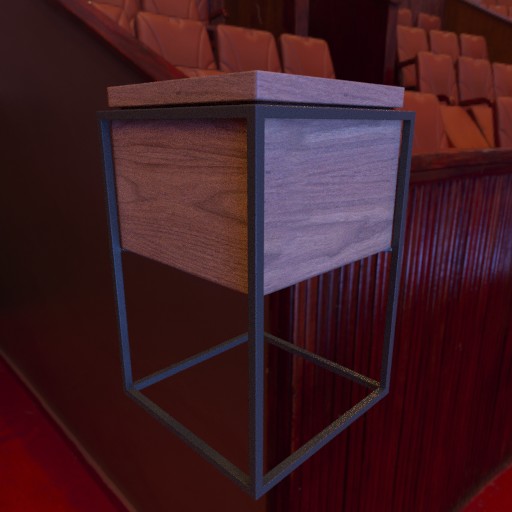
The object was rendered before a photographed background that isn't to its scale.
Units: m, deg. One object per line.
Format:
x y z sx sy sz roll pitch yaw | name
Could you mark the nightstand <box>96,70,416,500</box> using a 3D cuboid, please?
0.000 0.000 0.852 0.397 0.607 0.397 -16 23 -43 | nightstand
